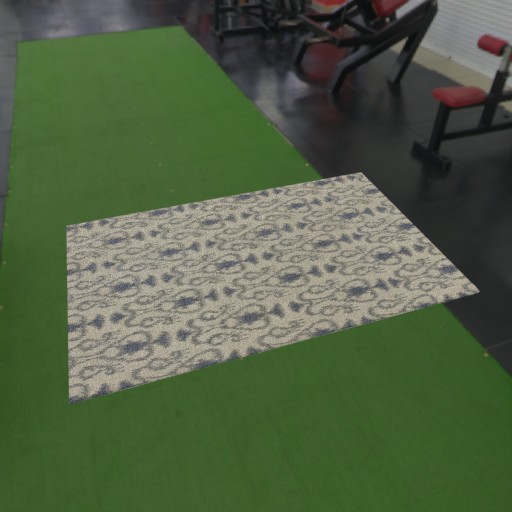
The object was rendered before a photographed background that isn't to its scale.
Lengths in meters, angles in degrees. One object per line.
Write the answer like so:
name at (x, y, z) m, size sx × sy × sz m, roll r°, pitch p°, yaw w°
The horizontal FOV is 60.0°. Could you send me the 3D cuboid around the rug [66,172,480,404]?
rug at (0.000, 0.000, 2.040) m, size 1.652 × 0.006 × 1.035 m, roll -12°, pitch 42°, yaw -14°
